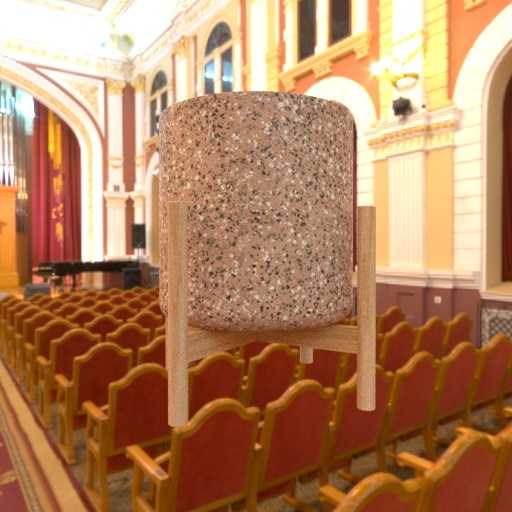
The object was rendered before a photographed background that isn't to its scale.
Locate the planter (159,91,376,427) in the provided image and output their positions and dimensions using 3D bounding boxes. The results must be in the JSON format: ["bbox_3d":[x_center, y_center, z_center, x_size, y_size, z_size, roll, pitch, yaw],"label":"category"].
[{"bbox_3d":[0.000,0.000,0.710,0.360,0.419,0.360,-1,1,-35],"label":"planter"}]
